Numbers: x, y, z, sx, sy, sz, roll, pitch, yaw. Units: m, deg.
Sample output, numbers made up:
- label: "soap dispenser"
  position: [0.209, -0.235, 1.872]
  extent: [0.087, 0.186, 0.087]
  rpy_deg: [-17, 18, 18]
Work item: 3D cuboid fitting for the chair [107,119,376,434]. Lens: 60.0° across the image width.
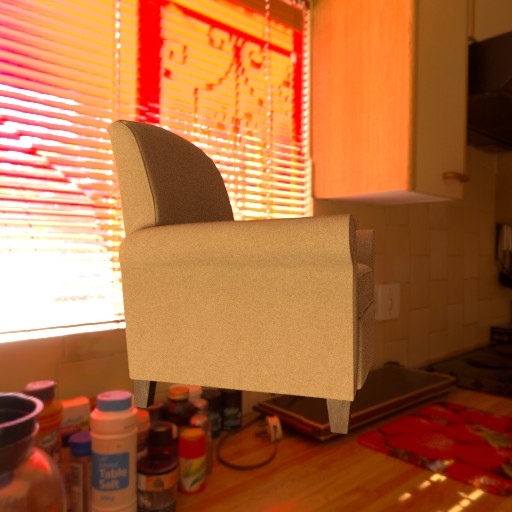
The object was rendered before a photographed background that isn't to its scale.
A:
- label: "chair"
  position: [0.000, 0.000, 1.786]
  extent: [0.905, 1.061, 0.978]
  rpy_deg: [0, 0, 19]
